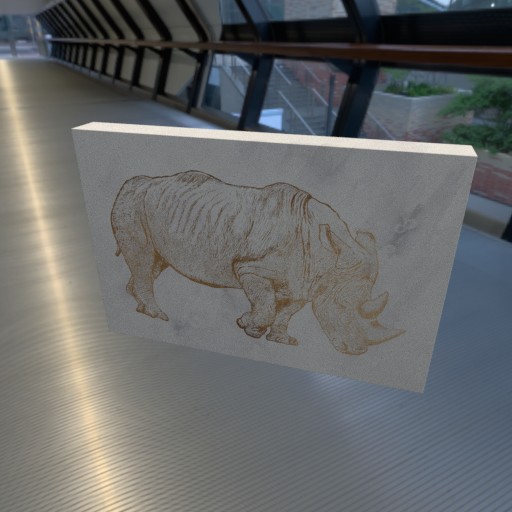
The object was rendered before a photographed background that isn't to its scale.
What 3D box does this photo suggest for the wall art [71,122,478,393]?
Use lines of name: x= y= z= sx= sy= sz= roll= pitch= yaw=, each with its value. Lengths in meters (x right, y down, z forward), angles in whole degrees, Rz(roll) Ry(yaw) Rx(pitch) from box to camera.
wall art: x=0.000 y=0.000 z=0.477 sx=0.381 sy=0.254 sz=0.038 roll=8 pitch=28 yaw=15
